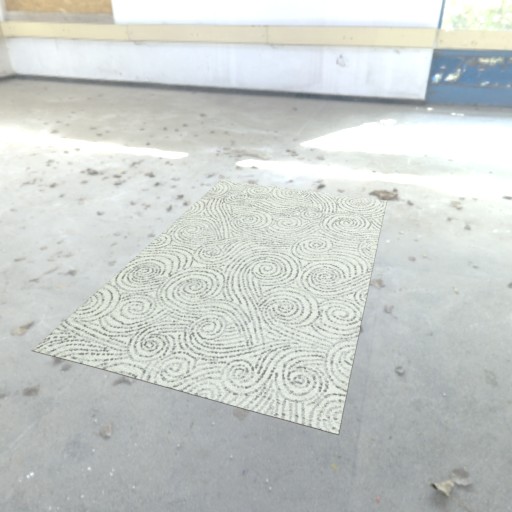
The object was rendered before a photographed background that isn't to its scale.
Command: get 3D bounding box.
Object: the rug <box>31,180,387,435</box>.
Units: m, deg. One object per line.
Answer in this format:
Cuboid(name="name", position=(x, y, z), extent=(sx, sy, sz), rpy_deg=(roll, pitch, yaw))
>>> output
Cuboid(name="rug", position=(0.000, 0.000, 2.974), extent=(1.524, 0.005, 2.439), rpy_deg=(10, 32, 16))
